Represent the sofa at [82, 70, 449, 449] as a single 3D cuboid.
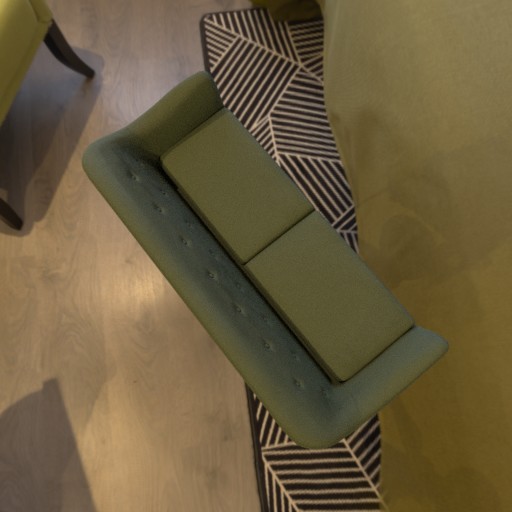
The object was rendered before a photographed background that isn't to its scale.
[{"bbox_3d":[0.000,0.000,2.255,0.820,0.836,1.840,-38,80,-8],"label":"sofa"}]
